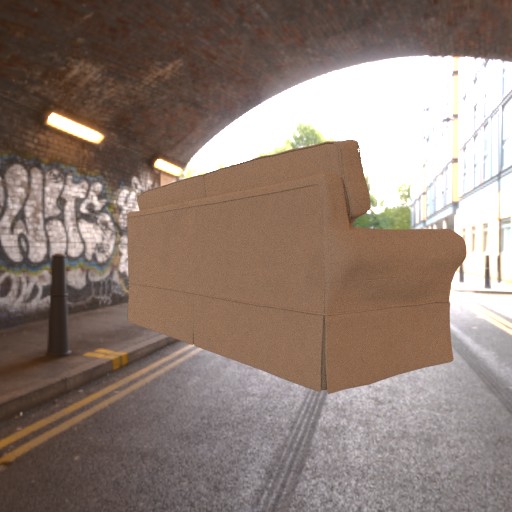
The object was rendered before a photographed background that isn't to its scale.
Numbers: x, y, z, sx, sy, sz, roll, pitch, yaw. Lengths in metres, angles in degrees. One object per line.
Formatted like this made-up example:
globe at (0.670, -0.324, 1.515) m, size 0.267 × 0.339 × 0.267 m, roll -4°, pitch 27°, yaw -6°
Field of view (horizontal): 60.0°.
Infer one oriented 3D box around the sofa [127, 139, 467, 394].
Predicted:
sofa at (0.000, 0.000, 2.749) m, size 0.900 × 1.014 × 2.246 m, roll -1°, pitch 1°, yaw -36°
